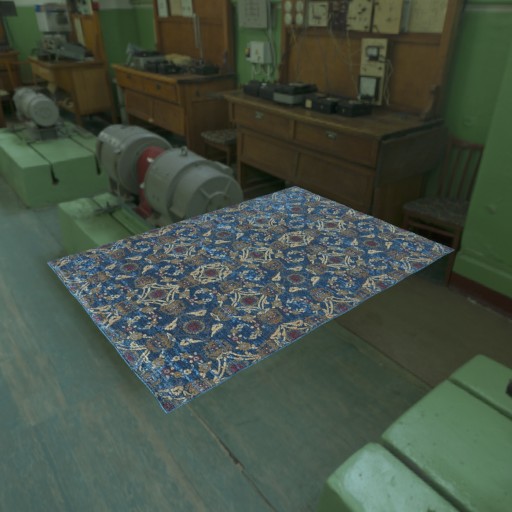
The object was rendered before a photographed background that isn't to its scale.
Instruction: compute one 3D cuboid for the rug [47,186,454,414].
[{"bbox_3d":[0.000,0.000,4.379,3.291,0.013,2.337,-22,36,-33],"label":"rug"}]
